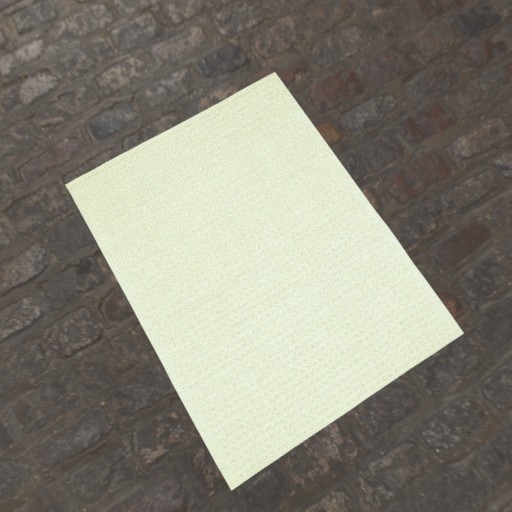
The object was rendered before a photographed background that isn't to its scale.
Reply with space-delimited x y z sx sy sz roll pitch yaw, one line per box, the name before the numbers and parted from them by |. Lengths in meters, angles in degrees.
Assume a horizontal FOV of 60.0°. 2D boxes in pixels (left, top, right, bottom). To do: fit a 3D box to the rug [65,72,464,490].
rug | 0.000 0.000 4.168 2.452 0.016 3.204 -31 78 -8
